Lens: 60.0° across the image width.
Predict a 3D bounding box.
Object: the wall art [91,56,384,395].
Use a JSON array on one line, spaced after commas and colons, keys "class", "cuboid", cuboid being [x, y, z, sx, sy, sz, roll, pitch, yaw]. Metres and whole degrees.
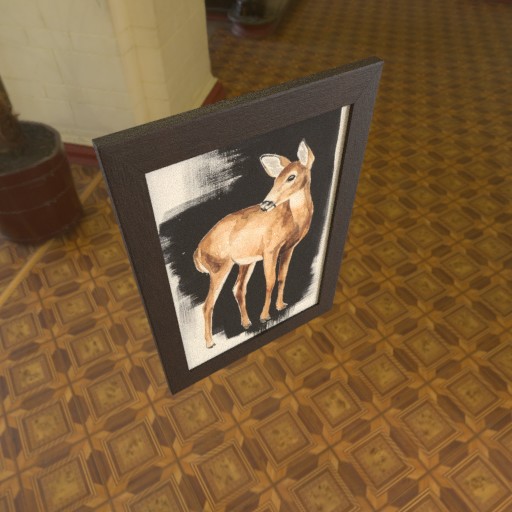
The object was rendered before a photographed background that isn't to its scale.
[{"class": "wall art", "cuboid": [0.000, 0.000, 0.670, 0.359, 0.513, 0.017, -24, 52, -21]}]
